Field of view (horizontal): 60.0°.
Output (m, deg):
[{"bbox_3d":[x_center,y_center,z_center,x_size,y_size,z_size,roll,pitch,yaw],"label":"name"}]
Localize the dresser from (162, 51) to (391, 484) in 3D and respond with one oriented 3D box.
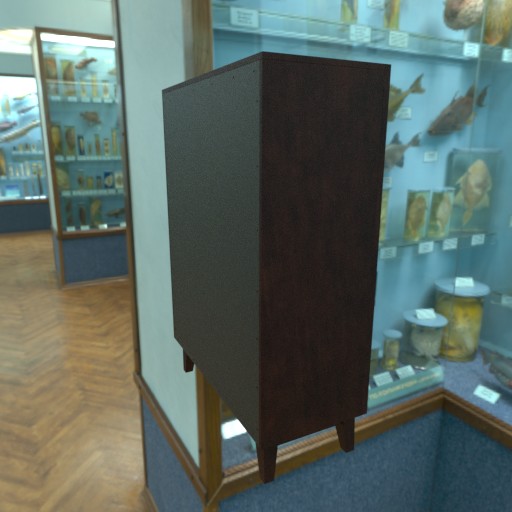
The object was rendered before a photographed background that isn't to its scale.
[{"bbox_3d":[0.000,0.000,2.032,0.506,1.514,1.072,-7,16,-26],"label":"dresser"}]
